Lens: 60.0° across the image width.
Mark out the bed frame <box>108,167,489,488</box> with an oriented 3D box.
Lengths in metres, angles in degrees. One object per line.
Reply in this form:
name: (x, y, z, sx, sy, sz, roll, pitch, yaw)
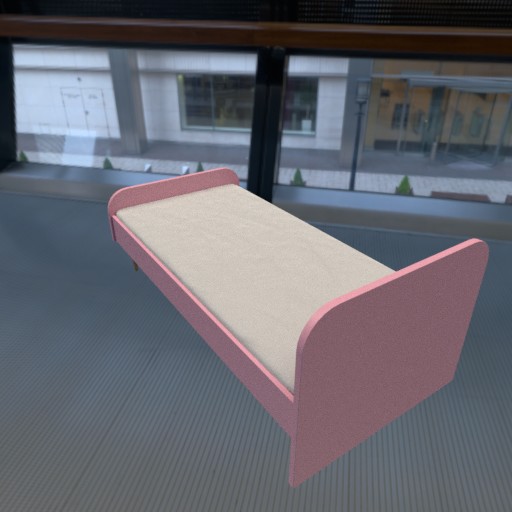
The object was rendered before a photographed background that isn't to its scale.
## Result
bed frame: (0.000, 0.000, 2.441, 0.998, 0.805, 1.963, -19, 34, -29)
